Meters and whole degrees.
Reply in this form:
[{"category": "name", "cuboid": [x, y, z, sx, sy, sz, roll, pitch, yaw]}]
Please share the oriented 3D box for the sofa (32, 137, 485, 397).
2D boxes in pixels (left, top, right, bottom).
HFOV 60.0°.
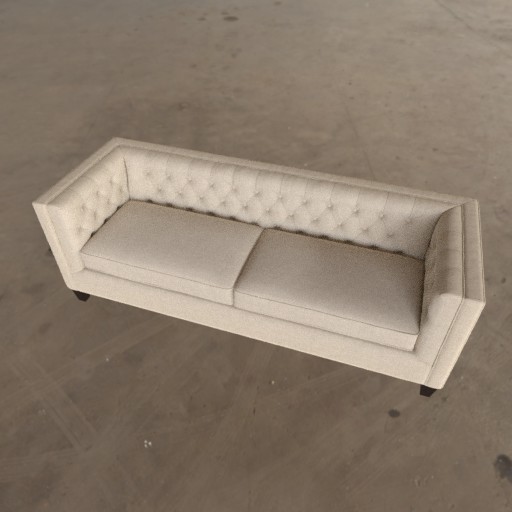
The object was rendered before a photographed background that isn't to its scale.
[{"category": "sofa", "cuboid": [0.000, 0.000, 2.512, 2.159, 0.762, 0.775, 13, 43, 14]}]
